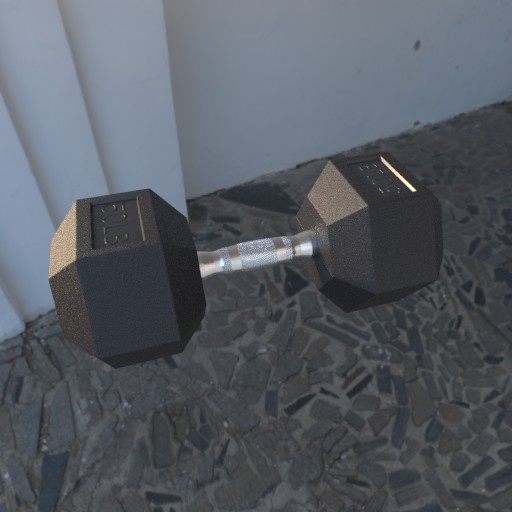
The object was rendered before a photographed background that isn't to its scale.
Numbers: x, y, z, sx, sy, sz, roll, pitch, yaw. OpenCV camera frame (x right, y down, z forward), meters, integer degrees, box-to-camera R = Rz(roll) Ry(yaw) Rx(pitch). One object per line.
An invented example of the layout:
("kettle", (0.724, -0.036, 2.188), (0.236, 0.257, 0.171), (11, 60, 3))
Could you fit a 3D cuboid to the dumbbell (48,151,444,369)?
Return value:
("dumbbell", (0.000, 0.000, 0.466), (0.384, 0.150, 0.173), (-11, 43, -12))
